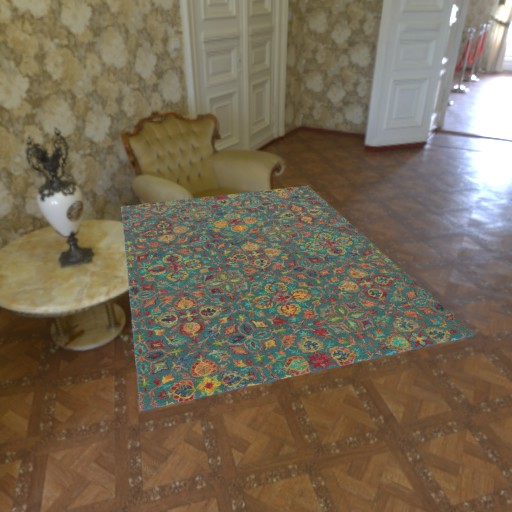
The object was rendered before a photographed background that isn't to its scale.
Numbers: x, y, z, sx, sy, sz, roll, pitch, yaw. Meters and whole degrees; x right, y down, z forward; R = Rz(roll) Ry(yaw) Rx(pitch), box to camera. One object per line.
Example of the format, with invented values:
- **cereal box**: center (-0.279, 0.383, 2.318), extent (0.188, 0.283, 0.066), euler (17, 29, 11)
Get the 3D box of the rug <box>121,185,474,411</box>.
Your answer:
- **rug**: center (0.000, 0.000, 4.320), extent (2.434, 0.025, 3.204), euler (-9, 31, -14)
